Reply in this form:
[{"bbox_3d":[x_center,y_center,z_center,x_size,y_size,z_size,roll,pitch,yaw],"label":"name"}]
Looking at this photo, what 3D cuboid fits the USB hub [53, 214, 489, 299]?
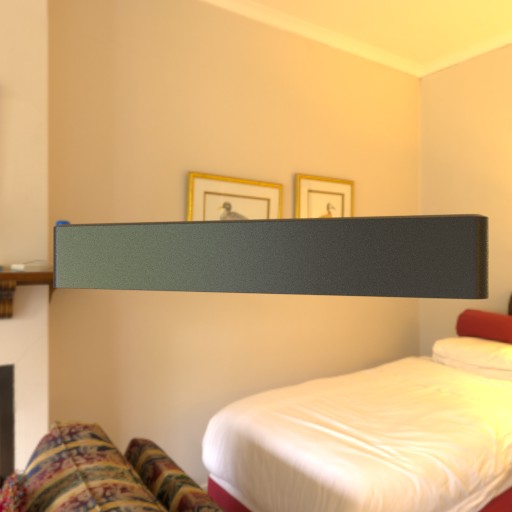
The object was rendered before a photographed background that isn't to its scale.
[{"bbox_3d":[0.000,0.000,0.160,0.145,0.023,0.044,0,0,17],"label":"USB hub"}]
